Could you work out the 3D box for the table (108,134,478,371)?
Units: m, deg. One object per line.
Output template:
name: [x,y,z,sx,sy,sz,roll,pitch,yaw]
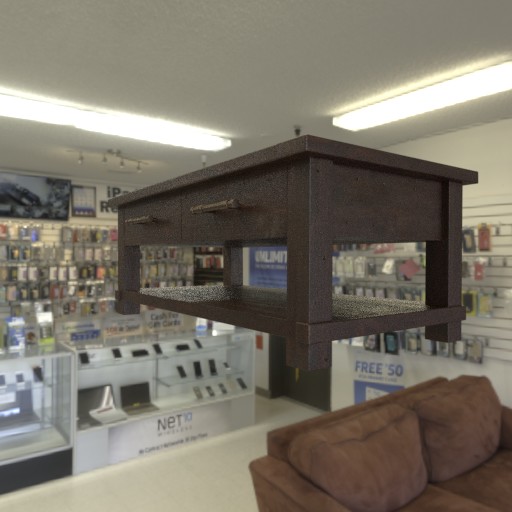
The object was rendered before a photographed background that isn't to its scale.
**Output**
table: [0.000,0.000,1.606,0.700,0.494,1.270,0,0,-36]
